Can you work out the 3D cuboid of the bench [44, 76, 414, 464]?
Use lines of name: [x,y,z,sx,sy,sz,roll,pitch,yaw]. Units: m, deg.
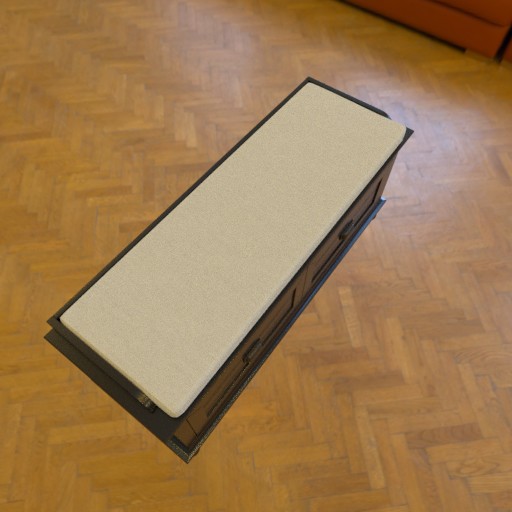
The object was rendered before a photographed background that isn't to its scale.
bench: [0.000,0.000,1.430,0.402,0.501,1.185,33,64,18]
